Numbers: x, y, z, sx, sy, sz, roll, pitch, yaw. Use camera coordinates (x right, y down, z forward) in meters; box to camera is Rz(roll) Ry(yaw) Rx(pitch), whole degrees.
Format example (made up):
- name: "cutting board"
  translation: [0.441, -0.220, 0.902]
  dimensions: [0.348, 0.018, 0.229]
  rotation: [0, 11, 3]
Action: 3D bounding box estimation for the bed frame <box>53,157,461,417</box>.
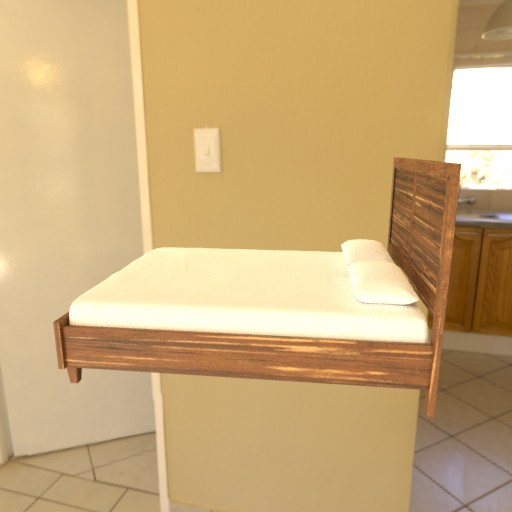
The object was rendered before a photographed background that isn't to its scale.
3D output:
- name: "bed frame"
  translation: [0.000, 0.000, 3.318]
  dimensions: [2.276, 1.417, 1.696]
  rotation: [2, 14, 7]
